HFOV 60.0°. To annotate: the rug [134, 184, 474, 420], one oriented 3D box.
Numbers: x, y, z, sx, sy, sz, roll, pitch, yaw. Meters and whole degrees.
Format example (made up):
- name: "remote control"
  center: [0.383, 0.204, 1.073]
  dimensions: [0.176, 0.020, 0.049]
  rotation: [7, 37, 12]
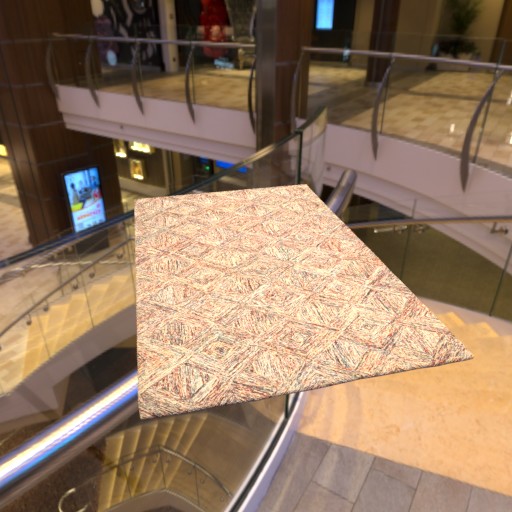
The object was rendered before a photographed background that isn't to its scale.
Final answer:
- name: "rug"
  center: [0.000, 0.000, 2.159]
  dimensions: [1.143, 0.014, 1.761]
  rotation: [-7, 30, -12]
